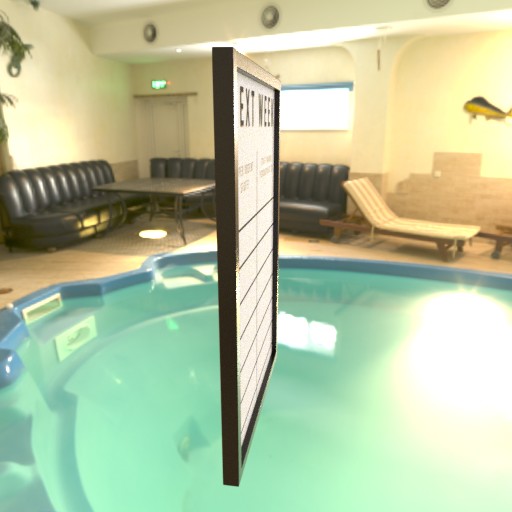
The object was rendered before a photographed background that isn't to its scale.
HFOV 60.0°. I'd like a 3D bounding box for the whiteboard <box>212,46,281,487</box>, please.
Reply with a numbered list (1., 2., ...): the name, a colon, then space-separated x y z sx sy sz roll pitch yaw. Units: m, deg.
1. whiteboard: 0.000 0.000 0.777 0.026 0.611 0.406 3 17 10
